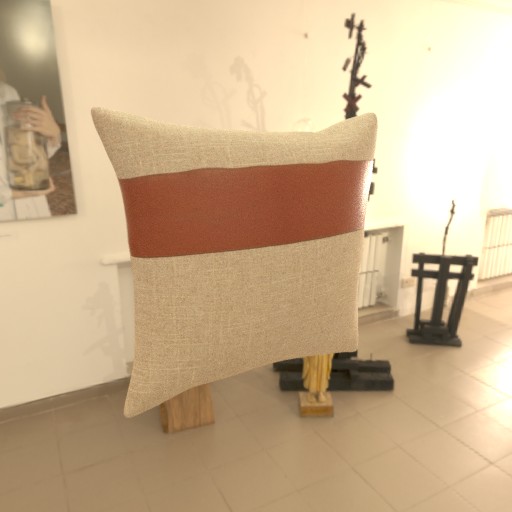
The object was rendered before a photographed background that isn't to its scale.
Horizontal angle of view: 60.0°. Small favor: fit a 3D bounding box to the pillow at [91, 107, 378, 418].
[{"bbox_3d":[0.000,0.000,0.636,0.414,0.399,0.173,-8,18,-27],"label":"pillow"}]
